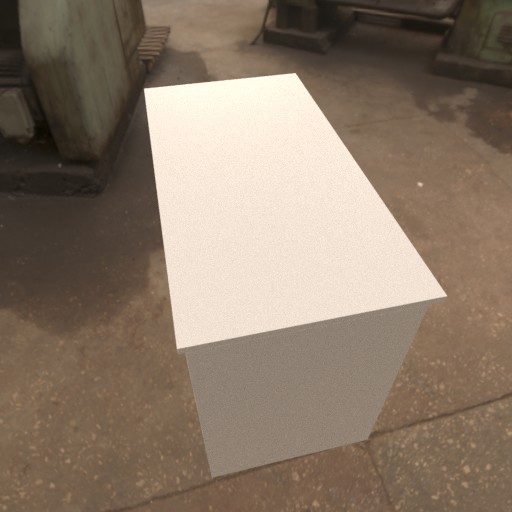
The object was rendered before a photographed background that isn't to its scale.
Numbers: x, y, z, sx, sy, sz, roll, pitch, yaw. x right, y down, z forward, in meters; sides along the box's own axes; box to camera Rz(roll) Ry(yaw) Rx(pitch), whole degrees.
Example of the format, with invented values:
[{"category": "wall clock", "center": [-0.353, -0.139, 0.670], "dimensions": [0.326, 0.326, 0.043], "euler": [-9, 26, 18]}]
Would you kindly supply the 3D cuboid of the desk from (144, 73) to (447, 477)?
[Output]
[{"category": "desk", "center": [0.000, 0.000, 1.510], "dimensions": [0.560, 0.735, 1.097], "euler": [-10, 47, -9]}]
